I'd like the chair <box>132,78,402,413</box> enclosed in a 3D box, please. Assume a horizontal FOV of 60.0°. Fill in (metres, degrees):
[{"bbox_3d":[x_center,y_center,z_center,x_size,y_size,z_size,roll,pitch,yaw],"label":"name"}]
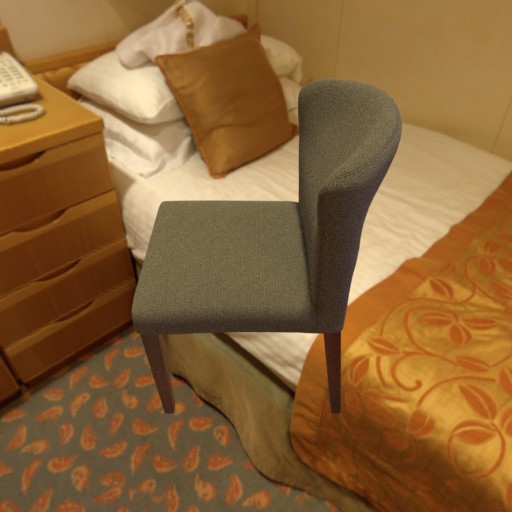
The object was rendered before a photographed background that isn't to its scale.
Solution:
[{"bbox_3d":[0.000,0.000,1.185,0.589,0.839,0.491,0,41,0],"label":"chair"}]
